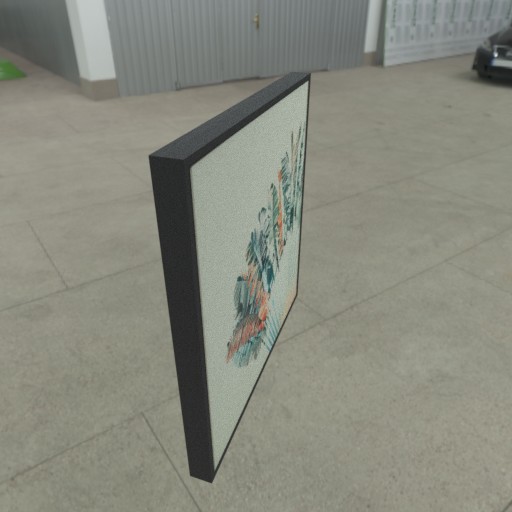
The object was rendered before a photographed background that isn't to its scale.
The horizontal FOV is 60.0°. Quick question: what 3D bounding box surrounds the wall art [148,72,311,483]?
[{"bbox_3d":[0.000,0.000,0.750,0.037,0.507,0.509,10,33,16],"label":"wall art"}]
